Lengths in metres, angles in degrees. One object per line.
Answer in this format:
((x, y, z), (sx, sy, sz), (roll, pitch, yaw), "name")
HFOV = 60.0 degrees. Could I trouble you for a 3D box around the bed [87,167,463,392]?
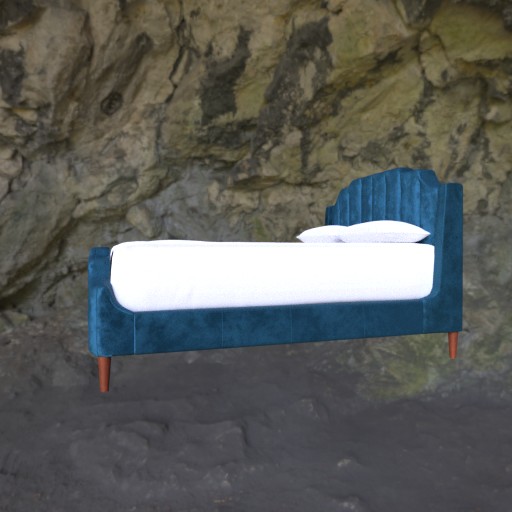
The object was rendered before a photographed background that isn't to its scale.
((0.000, 0.000, 3.326), (2.322, 1.338, 1.678), (0, 1, -18), "bed")
